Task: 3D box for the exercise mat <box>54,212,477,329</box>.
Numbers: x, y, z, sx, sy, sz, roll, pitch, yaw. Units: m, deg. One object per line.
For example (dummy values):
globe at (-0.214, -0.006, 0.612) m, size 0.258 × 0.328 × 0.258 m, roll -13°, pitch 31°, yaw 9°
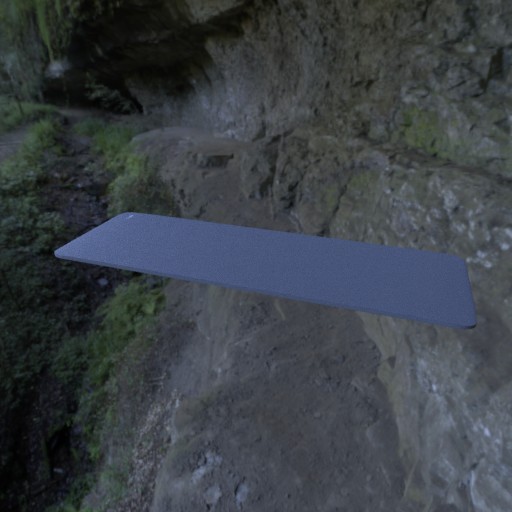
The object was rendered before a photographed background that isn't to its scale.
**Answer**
exercise mat at (0.000, 0.000, 2.109) m, size 1.884 × 0.021 × 0.616 m, roll 9°, pitch 27°, yaw 17°
